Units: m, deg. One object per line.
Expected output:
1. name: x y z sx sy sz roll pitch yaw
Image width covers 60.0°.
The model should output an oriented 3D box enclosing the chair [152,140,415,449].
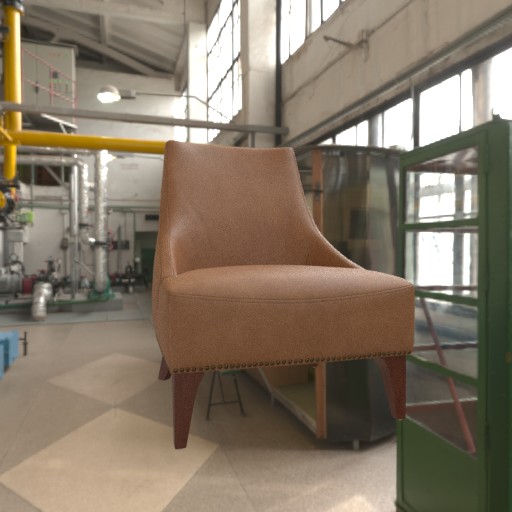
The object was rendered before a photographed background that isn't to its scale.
1. chair: 0.000 0.000 1.519 0.701 0.909 0.861 -1 2 -17
